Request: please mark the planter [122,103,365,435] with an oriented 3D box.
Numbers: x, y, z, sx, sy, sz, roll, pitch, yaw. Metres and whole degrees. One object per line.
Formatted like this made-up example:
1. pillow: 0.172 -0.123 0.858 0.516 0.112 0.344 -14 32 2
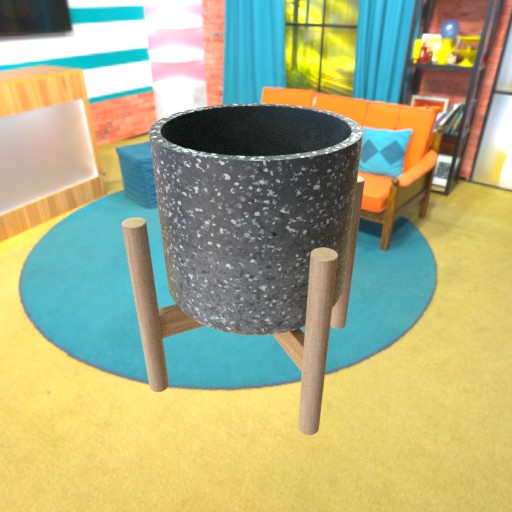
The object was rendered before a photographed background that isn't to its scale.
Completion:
1. planter: 0.000 0.000 0.551 0.284 0.320 0.284 -2 31 -3
